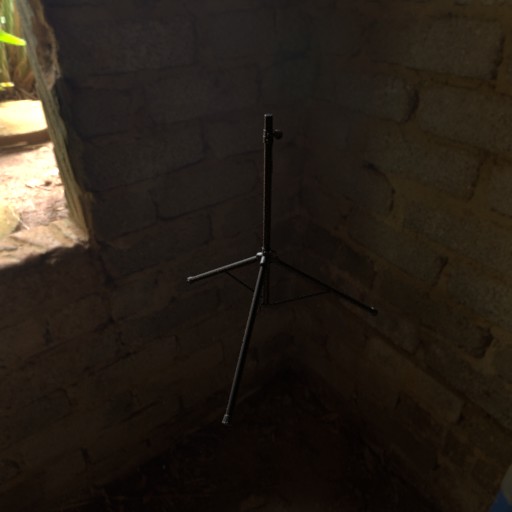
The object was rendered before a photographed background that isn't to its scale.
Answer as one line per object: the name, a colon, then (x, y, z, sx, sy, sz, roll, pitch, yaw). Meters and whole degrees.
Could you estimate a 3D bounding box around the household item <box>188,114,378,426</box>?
household item: (0.000, 0.000, 2.722, 1.596, 1.595, 1.339, 9, 34, 14)
